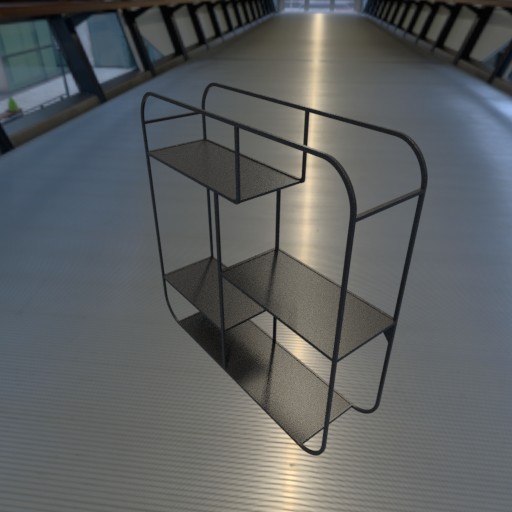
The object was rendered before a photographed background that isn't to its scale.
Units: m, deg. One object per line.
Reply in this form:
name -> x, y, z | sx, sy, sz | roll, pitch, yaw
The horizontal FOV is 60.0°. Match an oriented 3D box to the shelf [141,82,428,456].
shelf -> 0.000, 0.000, 0.926 | 0.160, 0.600, 0.600 | -23, 38, -32
